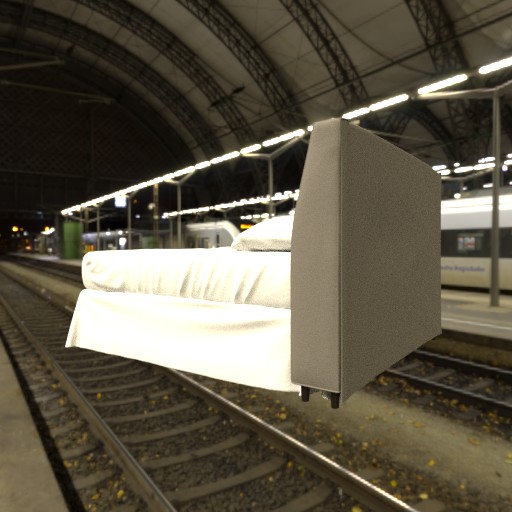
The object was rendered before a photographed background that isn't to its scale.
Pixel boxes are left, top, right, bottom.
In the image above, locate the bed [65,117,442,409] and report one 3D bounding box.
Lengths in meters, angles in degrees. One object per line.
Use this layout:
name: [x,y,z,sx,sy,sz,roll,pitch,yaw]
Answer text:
bed: [0.000,0.000,3.372,2.276,1.332,1.925,1,2,35]
